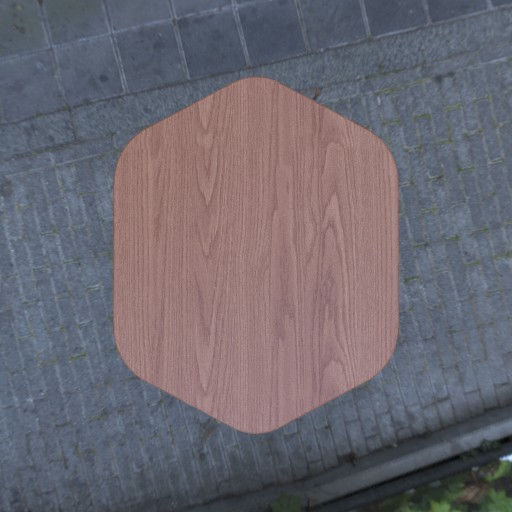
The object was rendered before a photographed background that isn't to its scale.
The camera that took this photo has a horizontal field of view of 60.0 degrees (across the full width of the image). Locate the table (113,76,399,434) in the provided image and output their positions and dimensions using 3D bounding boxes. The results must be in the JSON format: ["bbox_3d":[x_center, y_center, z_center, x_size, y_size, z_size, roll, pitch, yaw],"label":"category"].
[{"bbox_3d":[0.000,0.000,0.899,0.400,0.562,0.500,0,90,0],"label":"table"}]
